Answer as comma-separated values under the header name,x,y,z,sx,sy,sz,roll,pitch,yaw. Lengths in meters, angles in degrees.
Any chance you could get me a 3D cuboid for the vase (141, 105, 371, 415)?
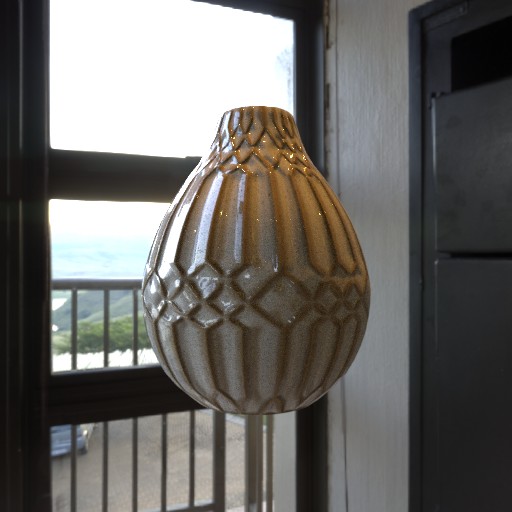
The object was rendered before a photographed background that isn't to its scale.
name,x,y,z,sx,sy,sz,roll,pitch,yaw
vase,0.000,0.000,0.318,0.159,0.200,0.159,0,0,0
